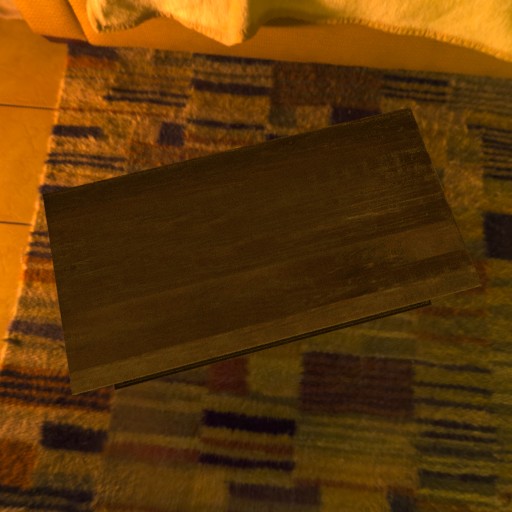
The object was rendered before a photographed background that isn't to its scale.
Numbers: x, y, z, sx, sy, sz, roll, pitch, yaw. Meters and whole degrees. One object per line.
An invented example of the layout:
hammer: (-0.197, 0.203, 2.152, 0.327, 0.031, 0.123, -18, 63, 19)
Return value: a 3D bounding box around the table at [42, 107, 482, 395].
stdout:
table: (0.000, 0.000, 1.385, 1.088, 0.373, 0.554, -14, 76, -4)
